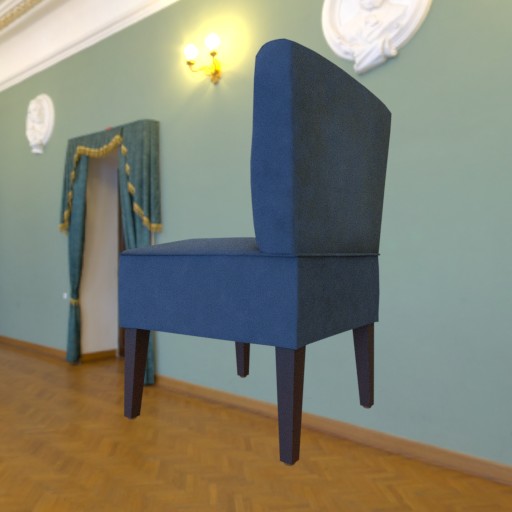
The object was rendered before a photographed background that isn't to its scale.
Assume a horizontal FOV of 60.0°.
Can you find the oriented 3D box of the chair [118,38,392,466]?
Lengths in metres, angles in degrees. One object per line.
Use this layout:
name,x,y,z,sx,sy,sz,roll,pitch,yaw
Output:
chair,0.000,0.000,1.147,0.551,0.806,0.521,0,0,36
